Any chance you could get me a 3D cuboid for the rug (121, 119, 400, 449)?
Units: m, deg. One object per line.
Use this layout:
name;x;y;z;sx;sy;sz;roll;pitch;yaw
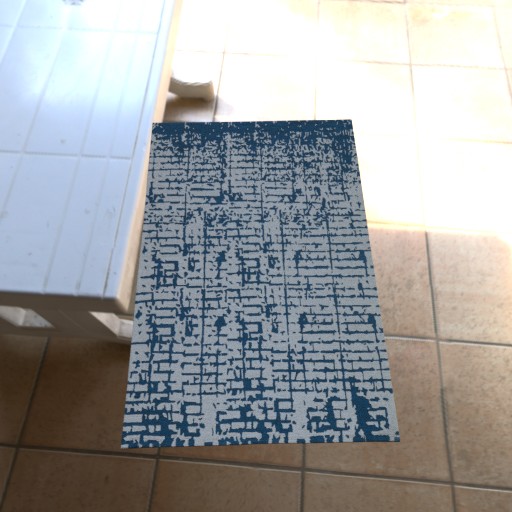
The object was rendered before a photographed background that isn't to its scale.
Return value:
rug;0.000;0.000;2.323;1.220;0.007;1.828;-1;65;-1
